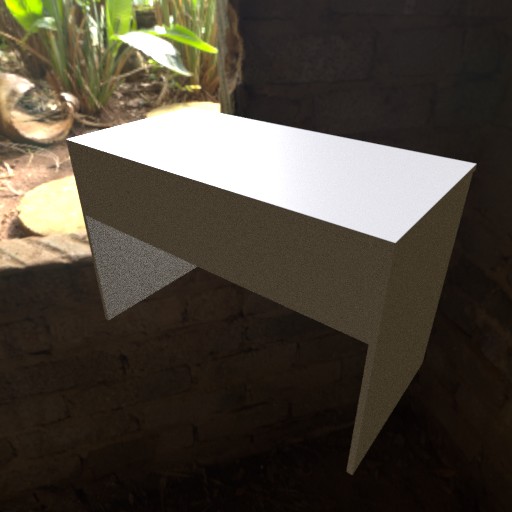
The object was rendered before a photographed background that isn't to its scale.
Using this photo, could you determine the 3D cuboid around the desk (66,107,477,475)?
[{"bbox_3d":[0.000,0.000,1.502,1.100,0.730,0.560,22,37,32],"label":"desk"}]
